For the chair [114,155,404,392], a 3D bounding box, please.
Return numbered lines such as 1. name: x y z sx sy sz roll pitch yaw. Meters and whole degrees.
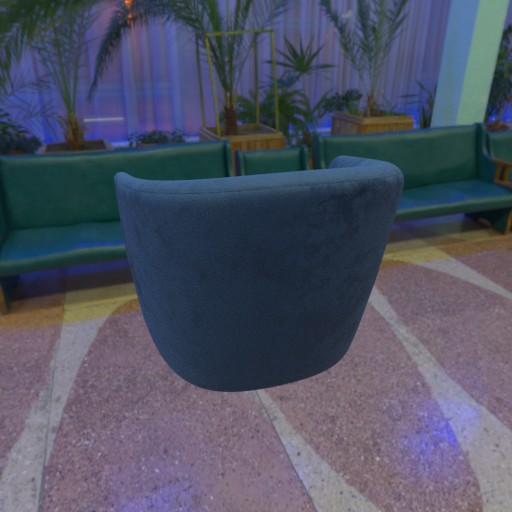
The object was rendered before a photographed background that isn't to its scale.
1. chair: 0.000 0.000 1.357 0.773 0.698 0.767 -7 27 -15
